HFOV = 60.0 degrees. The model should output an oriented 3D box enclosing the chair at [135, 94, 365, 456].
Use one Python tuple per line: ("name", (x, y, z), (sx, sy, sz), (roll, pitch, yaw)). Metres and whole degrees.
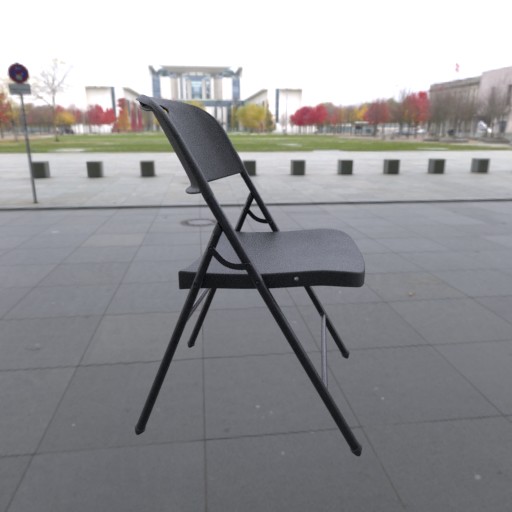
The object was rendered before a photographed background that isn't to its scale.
("chair", (0.000, 0.000, 1.188), (0.567, 0.810, 0.494), (2, 16, 8))
